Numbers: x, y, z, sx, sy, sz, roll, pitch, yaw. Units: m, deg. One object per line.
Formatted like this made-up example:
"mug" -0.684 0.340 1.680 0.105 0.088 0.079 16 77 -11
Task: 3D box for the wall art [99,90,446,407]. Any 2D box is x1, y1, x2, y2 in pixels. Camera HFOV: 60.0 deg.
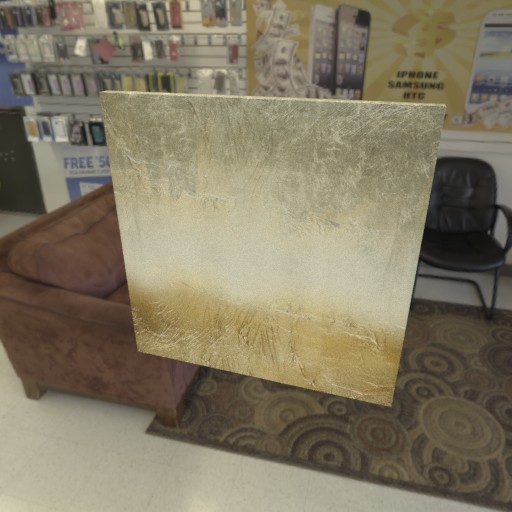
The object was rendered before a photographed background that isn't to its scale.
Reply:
"wall art" 0.000 0.000 1.608 1.092 1.091 0.051 8 28 16
